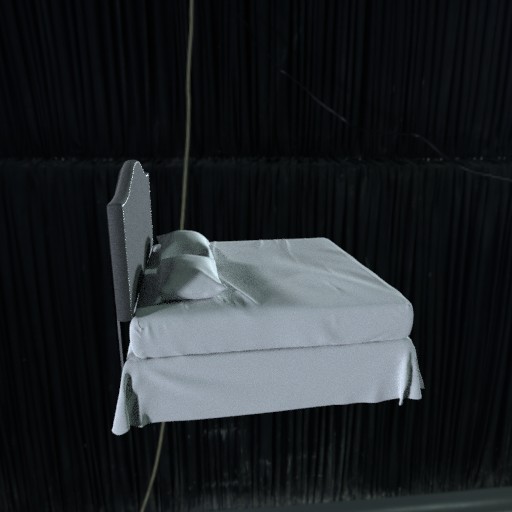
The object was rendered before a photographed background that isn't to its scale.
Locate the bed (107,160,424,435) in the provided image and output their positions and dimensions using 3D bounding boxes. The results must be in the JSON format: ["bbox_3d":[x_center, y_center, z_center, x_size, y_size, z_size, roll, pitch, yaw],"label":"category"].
[{"bbox_3d":[0.000,0.000,3.851,2.219,1.651,2.314,-2,16,-8],"label":"bed"}]
